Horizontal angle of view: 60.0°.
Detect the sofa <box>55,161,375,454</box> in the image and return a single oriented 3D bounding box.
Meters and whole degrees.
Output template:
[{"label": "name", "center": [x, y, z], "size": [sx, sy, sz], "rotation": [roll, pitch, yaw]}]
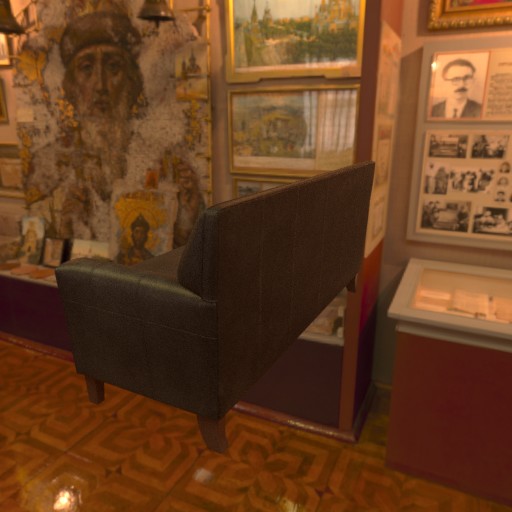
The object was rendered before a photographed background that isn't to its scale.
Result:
[{"label": "sofa", "center": [0.000, 0.000, 2.495], "size": [0.805, 0.947, 2.053], "rotation": [8, 19, 26]}]
